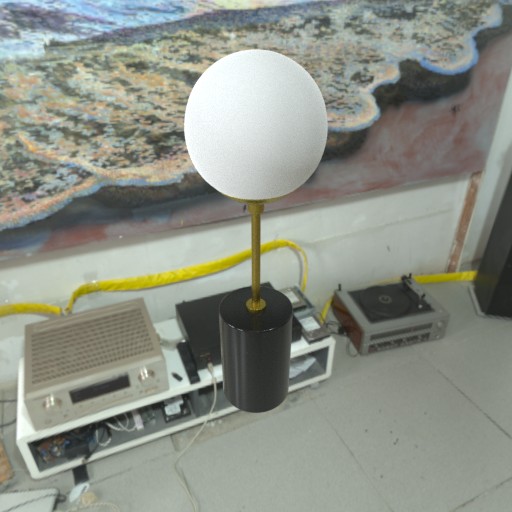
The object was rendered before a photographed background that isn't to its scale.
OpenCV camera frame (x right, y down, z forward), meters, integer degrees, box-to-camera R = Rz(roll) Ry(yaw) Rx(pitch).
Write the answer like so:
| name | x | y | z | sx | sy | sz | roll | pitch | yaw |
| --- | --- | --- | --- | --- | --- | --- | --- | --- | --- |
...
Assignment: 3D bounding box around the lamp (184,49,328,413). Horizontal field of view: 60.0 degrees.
| name | x | y | z | sx | sy | sz | roll | pitch | yaw |
| --- | --- | --- | --- | --- | --- | --- | --- | --- | --- |
| lamp | 0.000 | 0.000 | 0.566 | 0.153 | 0.480 | 0.153 | 0 | 32 | 0 |
